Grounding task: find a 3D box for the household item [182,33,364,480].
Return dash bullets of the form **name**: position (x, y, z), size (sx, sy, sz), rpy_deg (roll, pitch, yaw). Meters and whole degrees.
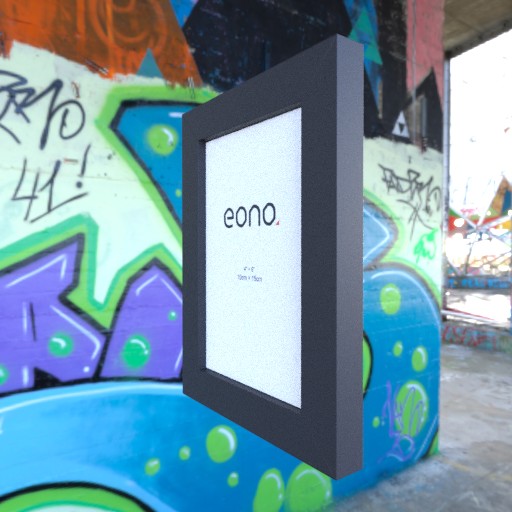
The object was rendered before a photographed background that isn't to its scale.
- **household item**: position (0.000, 0.000, 0.234), size (0.022, 0.178, 0.133), rpy_deg (-1, 1, -36)
